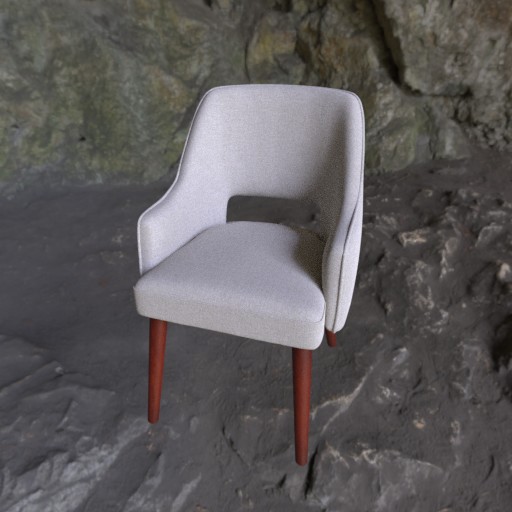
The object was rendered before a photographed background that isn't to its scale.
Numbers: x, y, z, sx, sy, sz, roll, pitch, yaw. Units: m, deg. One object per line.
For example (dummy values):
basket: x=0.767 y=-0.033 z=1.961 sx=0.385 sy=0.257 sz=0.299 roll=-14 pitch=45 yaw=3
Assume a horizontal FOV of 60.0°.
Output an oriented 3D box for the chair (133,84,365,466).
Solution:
chair: x=0.000 y=0.000 z=1.230 sx=0.560 sy=0.840 sz=0.580 roll=9 pitch=28 yaw=16
